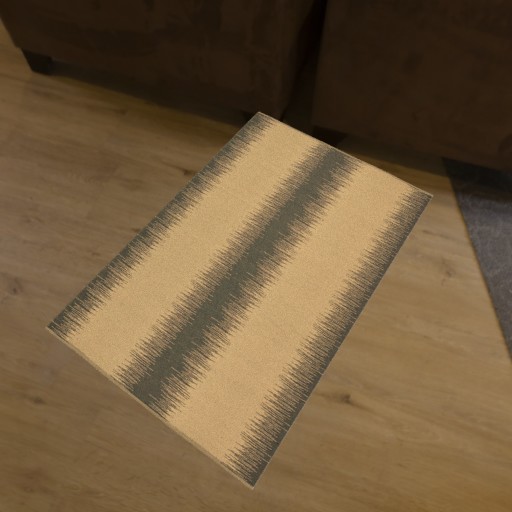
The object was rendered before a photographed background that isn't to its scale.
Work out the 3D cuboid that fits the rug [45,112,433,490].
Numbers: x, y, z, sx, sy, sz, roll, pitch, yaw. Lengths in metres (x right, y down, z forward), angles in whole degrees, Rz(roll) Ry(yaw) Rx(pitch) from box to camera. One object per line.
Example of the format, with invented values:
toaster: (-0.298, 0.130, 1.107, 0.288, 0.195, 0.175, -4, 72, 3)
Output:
rug: (0.000, 0.000, 2.369, 1.234, 0.006, 1.854, 31, 64, 17)
